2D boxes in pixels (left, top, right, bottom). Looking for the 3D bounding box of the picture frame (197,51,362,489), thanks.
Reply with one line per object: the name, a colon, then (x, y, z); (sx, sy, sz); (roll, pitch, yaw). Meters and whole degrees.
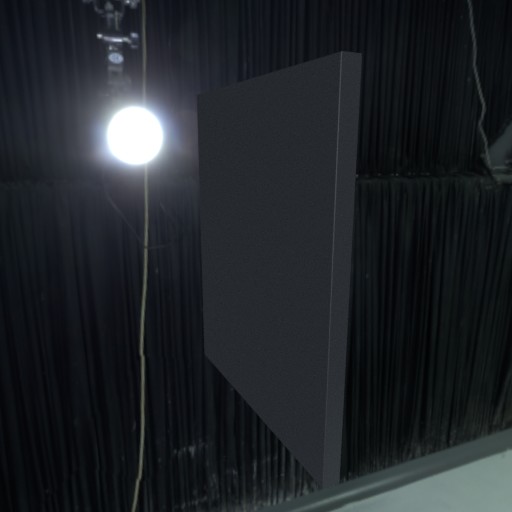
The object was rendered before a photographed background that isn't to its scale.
picture frame: (0.000, 0.000, 0.747); (0.028, 0.556, 0.460); (-7, 15, -26)
